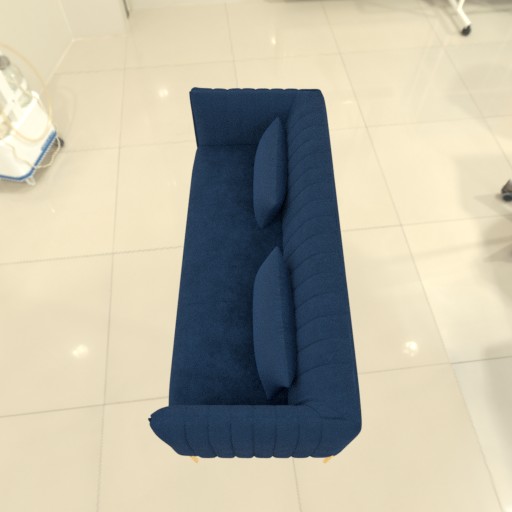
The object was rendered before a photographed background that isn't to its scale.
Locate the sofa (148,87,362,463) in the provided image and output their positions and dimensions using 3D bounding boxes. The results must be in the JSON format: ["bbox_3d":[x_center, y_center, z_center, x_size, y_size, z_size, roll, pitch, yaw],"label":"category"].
[{"bbox_3d":[0.000,0.000,2.585,0.896,0.793,2.136,0,58,0],"label":"sofa"}]
